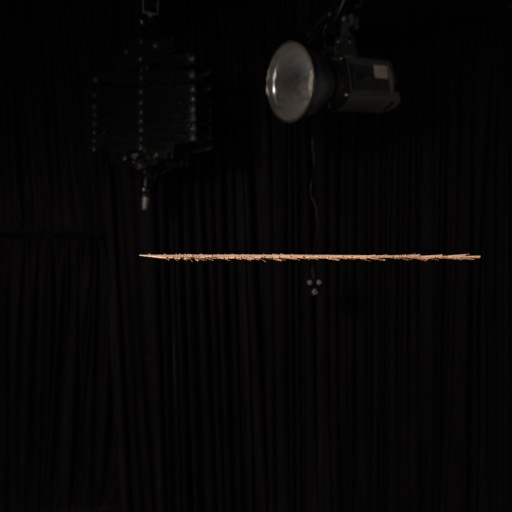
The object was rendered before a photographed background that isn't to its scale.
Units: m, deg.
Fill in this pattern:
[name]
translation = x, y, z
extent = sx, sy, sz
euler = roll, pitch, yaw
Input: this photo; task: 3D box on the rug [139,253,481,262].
[rug]
translation = 0.000, 0.000, 2.546
extent = 1.224, 0.027, 2.085
euler = 0, 0, -17
